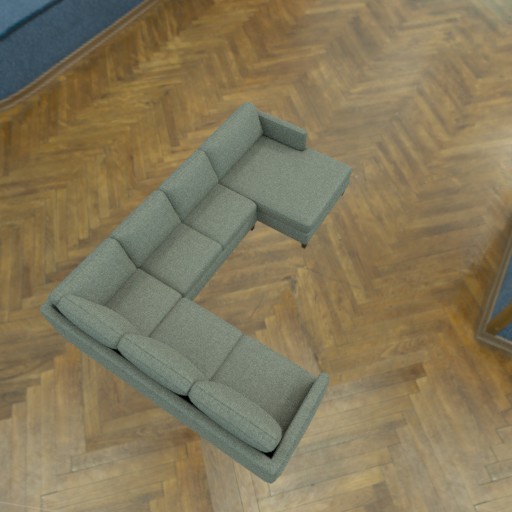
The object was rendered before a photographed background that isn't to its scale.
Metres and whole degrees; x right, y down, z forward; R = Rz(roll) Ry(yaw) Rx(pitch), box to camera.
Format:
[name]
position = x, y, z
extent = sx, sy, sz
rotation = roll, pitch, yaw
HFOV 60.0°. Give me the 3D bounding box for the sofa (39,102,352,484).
[sofa]
position = 0.000, 0.000, 4.588
extent = 2.551, 0.889, 3.403
rotation = 28, 61, 17
